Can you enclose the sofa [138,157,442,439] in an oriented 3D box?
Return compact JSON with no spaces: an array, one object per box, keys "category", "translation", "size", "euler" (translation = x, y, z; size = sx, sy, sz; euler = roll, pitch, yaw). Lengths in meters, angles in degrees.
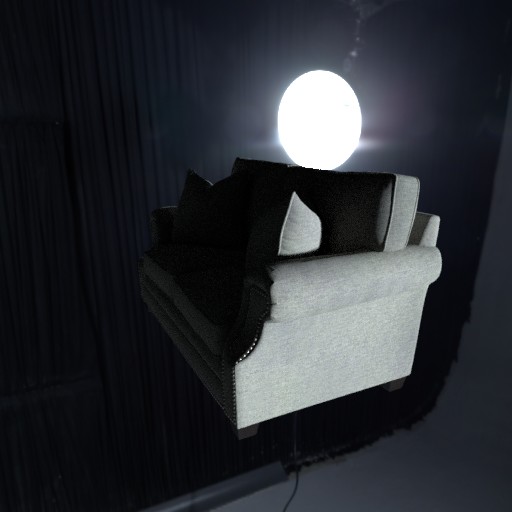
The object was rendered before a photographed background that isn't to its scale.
[{"category":"sofa","translation":[0.000,0.000,2.369],"size":[0.966,0.966,1.701],"euler":[-7,17,-26]}]
